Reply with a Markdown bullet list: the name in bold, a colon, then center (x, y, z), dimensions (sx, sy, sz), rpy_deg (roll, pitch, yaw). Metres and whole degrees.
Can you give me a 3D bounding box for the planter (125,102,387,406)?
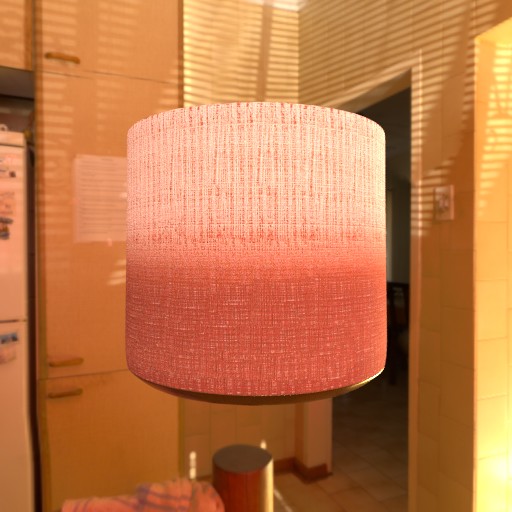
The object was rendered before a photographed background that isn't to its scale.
- **planter**: center (0.000, 0.000, 0.389), dimensions (0.221, 0.201, 0.221), rpy_deg (0, 1, 0)
